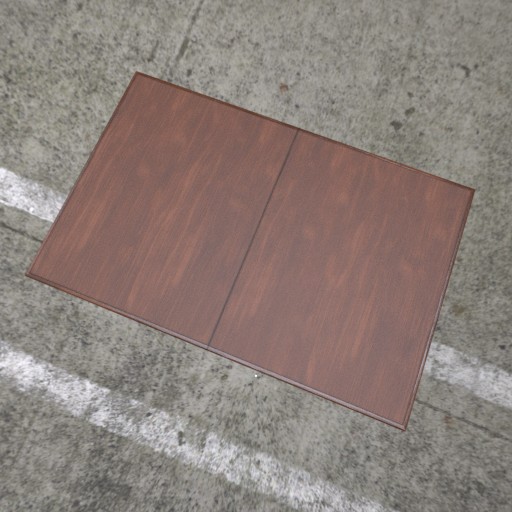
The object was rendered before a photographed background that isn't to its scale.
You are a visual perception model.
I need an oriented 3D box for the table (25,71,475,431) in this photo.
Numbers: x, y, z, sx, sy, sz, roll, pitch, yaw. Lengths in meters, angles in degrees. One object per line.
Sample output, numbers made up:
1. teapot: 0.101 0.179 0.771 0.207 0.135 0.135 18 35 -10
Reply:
1. table: 0.000 0.000 2.111 1.524 0.761 0.990 21 76 6
